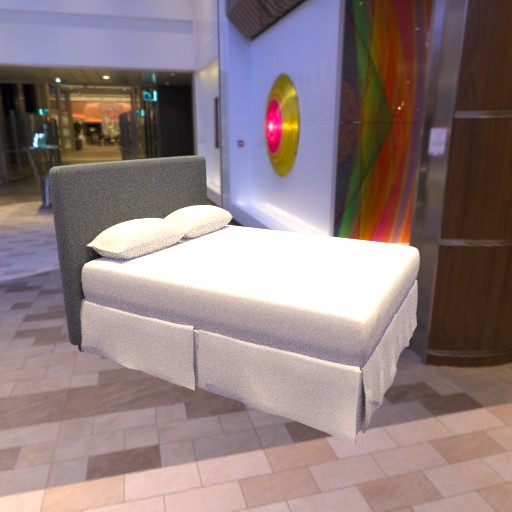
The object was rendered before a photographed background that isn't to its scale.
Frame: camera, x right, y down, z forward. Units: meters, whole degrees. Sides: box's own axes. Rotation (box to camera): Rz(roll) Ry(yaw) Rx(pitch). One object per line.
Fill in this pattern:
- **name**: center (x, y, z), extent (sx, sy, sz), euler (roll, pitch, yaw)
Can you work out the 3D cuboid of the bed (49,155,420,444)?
- **bed**: center (0.000, 0.000, 3.231), extent (2.142, 1.330, 1.723), euler (8, 18, 27)
